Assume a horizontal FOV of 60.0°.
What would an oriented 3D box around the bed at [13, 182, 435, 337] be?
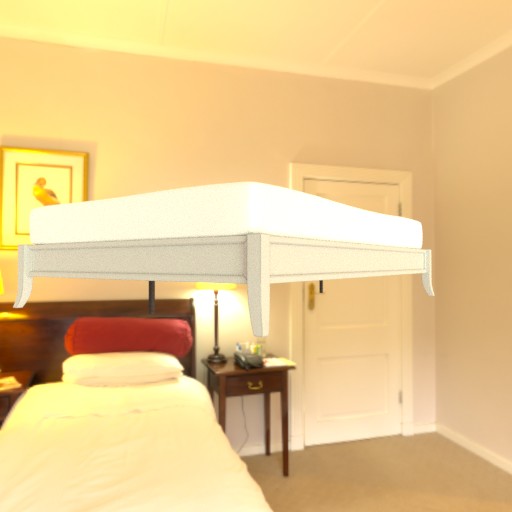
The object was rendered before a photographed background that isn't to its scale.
[{"bbox_3d":[0.000,0.000,2.520,1.460,0.510,1.985,-1,-1,35],"label":"bed"}]
